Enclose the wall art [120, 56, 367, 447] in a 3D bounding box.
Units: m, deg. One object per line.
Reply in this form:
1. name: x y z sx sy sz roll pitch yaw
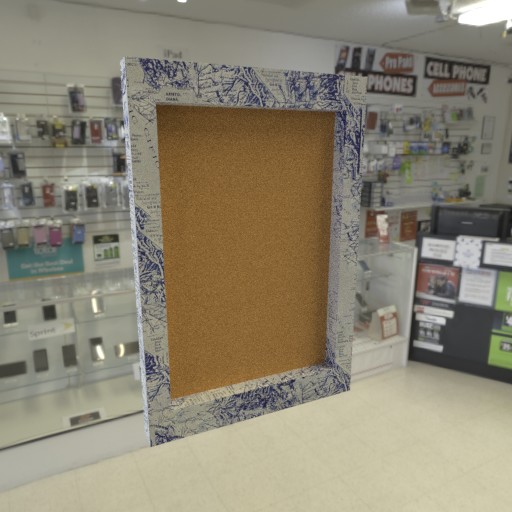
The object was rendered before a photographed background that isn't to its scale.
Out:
1. wall art: 0.000 0.000 0.765 0.408 0.601 0.040 -7 15 -25
